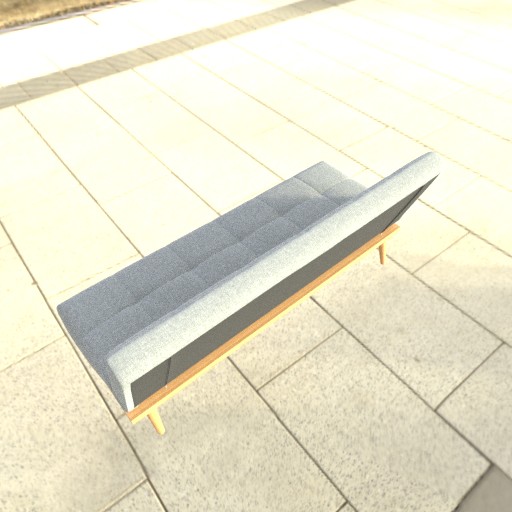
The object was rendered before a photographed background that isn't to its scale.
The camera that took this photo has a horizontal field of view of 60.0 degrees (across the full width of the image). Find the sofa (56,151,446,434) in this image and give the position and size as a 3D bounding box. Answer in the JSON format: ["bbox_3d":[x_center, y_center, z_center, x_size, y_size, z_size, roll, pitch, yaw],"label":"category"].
[{"bbox_3d":[0.000,0.000,2.232,1.820,0.800,0.800,-32,55,-26],"label":"sofa"}]
